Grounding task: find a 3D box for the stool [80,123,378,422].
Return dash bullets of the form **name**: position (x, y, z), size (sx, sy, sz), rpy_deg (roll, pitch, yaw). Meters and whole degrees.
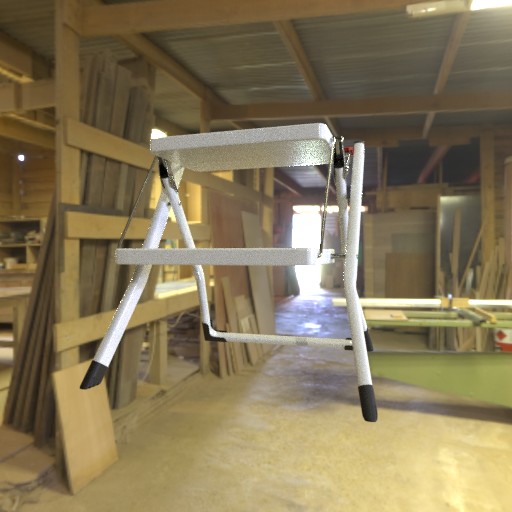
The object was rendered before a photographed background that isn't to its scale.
- **stool**: position (0.000, 0.000, 0.879), size (0.485, 0.445, 0.490), rpy_deg (0, 0, 18)
